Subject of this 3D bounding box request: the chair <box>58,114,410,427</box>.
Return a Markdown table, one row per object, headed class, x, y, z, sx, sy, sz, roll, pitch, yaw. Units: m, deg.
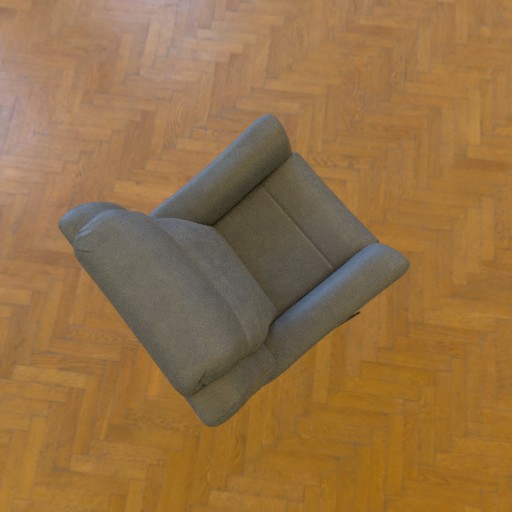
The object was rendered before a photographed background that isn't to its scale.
| class | x | y | z | sx | sy | sz | roll | pitch | yaw |
| --- | --- | --- | --- | --- | --- | --- | --- | --- | --- |
| chair | 0.000 | 0.000 | 1.925 | 1.068 | 1.116 | 0.967 | -38 | 79 | -9 |
